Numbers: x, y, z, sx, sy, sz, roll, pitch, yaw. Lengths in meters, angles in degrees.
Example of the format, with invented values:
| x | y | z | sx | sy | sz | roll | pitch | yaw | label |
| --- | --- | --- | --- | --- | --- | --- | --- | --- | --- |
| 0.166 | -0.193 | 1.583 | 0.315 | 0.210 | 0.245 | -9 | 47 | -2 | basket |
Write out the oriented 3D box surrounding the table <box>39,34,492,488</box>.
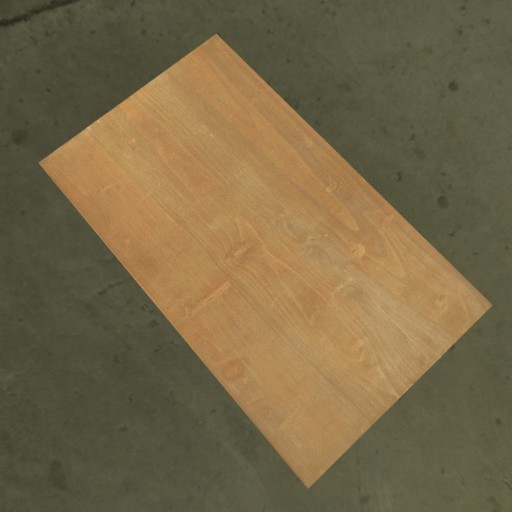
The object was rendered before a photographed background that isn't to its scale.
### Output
| x | y | z | sx | sy | sz | roll | pitch | yaw | label |
| --- | --- | --- | --- | --- | --- | --- | --- | --- | --- |
| 0.000 | 0.000 | 2.109 | 0.946 | 0.780 | 1.609 | -40 | 79 | -10 | table |
